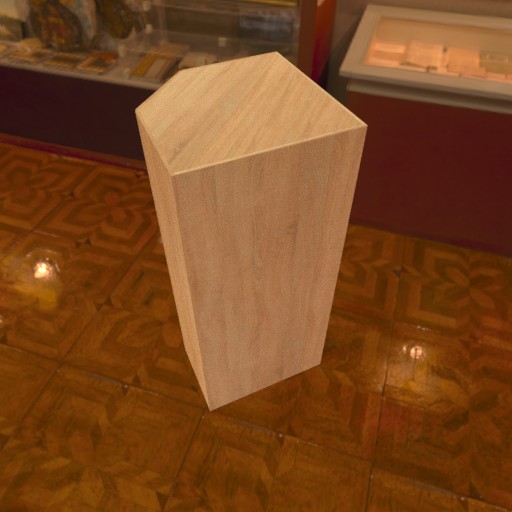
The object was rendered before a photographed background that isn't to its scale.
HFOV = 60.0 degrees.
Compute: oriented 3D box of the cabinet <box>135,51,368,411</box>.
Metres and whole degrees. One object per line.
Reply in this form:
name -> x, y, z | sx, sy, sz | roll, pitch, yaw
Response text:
cabinet -> 0.000, 0.000, 2.929 | 1.094, 2.120, 1.327 | 15, 48, 14
